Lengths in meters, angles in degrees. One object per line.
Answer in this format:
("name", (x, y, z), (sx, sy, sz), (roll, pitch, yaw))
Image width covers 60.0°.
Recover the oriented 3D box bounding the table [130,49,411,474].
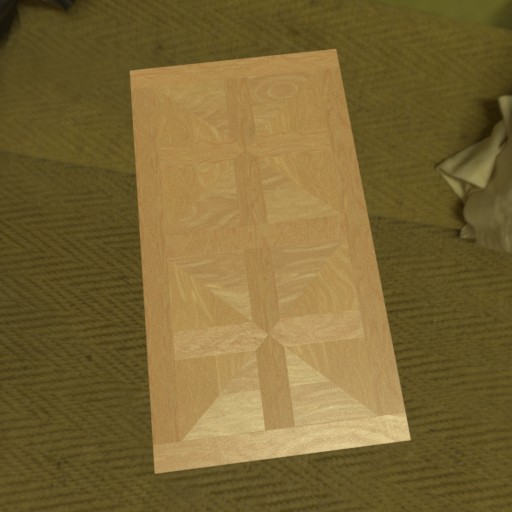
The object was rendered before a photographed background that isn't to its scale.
("table", (0.000, 0.000, 1.614), (0.711, 0.507, 1.270), (-7, 76, -2))
